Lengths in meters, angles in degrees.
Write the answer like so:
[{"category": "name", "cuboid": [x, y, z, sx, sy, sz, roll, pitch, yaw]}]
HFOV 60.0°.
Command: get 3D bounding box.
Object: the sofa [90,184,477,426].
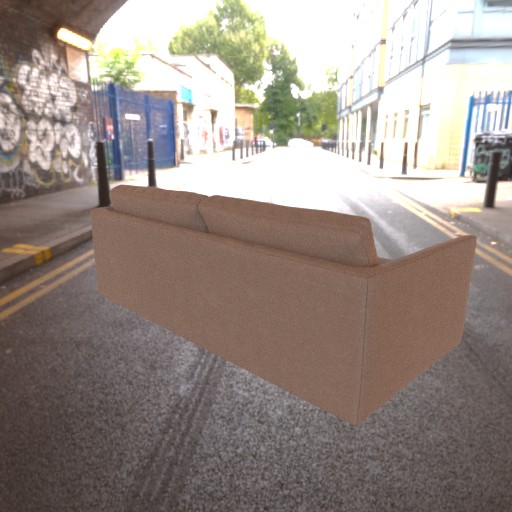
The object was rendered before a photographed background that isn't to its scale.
[{"category": "sofa", "cuboid": [0.000, 0.000, 2.785, 2.588, 0.838, 1.090, 14, 21, 43]}]
